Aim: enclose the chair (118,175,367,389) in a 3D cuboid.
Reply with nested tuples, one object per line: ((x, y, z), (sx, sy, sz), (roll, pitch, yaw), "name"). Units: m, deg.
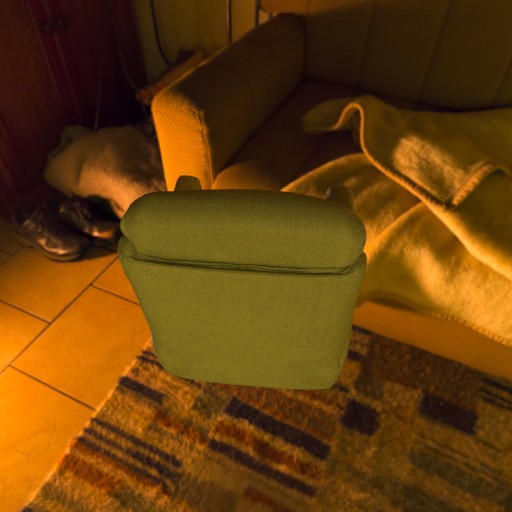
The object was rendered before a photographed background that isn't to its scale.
((0.000, 0.000, 1.681), (0.794, 1.016, 0.940), (4, 44, 4), "chair")
